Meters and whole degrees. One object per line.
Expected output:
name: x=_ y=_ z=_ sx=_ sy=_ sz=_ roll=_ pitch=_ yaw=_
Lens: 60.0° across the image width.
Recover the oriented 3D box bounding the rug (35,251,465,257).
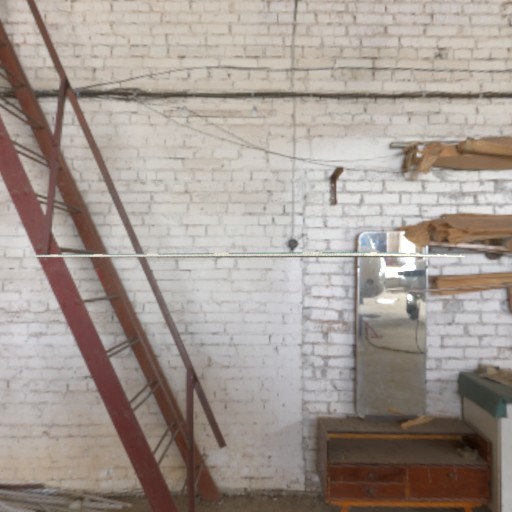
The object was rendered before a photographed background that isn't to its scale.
rug: x=0.000 y=0.000 z=4.034 sx=3.049 sy=0.021 sz=2.466 roll=0 pitch=0 yaw=35
